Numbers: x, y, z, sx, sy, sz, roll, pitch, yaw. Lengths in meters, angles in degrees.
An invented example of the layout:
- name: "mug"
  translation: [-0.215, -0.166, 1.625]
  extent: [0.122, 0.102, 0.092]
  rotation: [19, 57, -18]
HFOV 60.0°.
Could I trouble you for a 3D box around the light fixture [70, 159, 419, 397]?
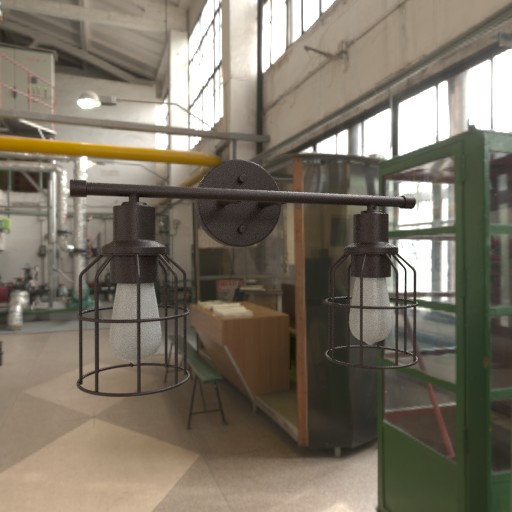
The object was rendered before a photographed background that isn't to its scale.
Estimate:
- name: "light fixture"
  translation: [0.000, 0.000, 0.530]
  extent: [0.406, 0.254, 0.165]
  rotation: [0, 1, -19]
